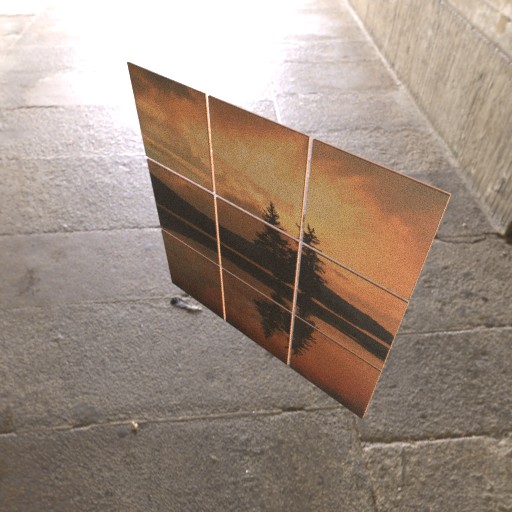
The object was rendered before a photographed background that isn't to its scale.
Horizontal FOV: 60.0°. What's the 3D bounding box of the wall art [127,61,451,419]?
[{"bbox_3d":[0.000,0.000,1.769,1.216,1.218,0.013,31,53,27],"label":"wall art"}]
